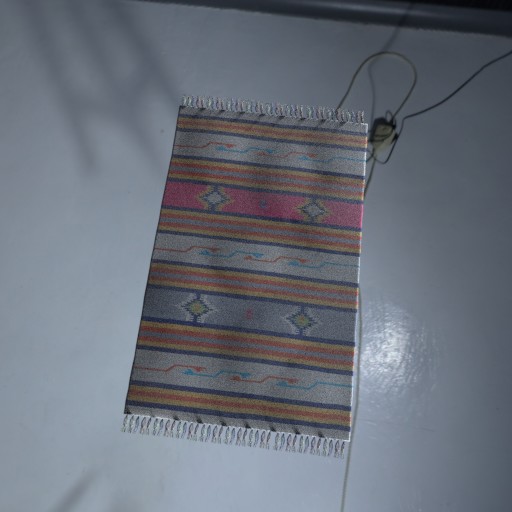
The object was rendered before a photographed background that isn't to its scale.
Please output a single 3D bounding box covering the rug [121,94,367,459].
[{"bbox_3d":[0.000,0.000,2.311,1.084,0.013,1.849,6,75,2],"label":"rug"}]
